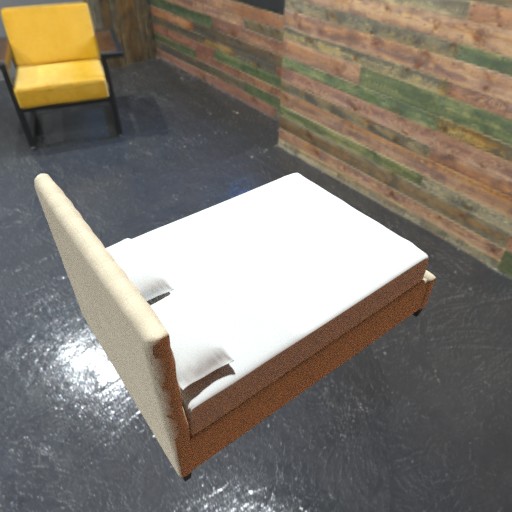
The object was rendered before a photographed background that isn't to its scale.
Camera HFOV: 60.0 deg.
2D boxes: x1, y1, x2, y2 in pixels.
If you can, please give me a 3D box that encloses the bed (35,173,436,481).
[{"bbox_3d":[0.000,0.000,3.345,2.387,1.427,1.698,-26,47,-27],"label":"bed"}]
